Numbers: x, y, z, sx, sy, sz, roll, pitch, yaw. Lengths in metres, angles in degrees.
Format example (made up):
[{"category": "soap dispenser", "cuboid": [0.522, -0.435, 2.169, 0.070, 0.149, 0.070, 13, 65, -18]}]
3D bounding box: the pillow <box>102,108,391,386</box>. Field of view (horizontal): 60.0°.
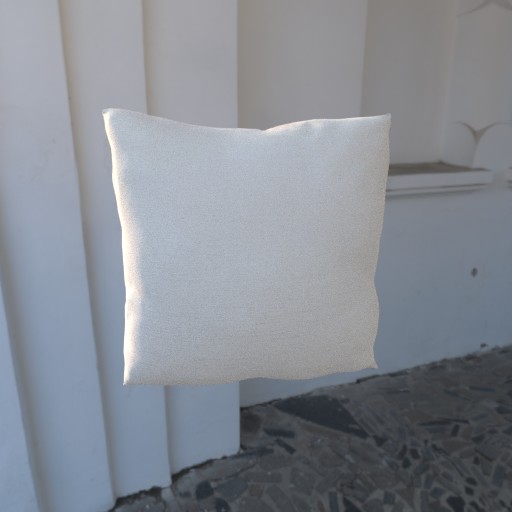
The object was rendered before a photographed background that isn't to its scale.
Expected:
[{"category": "pillow", "cuboid": [0.000, 0.000, 0.713, 0.450, 0.448, 0.245, -2, 15, -8]}]
